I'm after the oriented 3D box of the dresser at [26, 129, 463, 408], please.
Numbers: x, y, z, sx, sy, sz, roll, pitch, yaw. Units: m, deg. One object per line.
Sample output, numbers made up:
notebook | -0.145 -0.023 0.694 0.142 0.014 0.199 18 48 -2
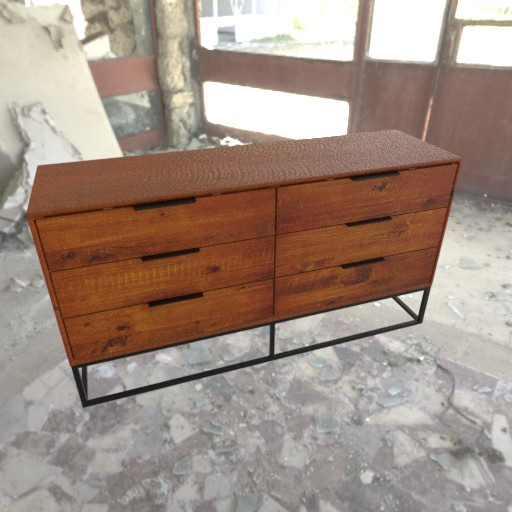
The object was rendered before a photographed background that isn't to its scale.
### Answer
dresser | 0.000 0.000 1.857 1.536 0.810 0.464 -10 32 -16
